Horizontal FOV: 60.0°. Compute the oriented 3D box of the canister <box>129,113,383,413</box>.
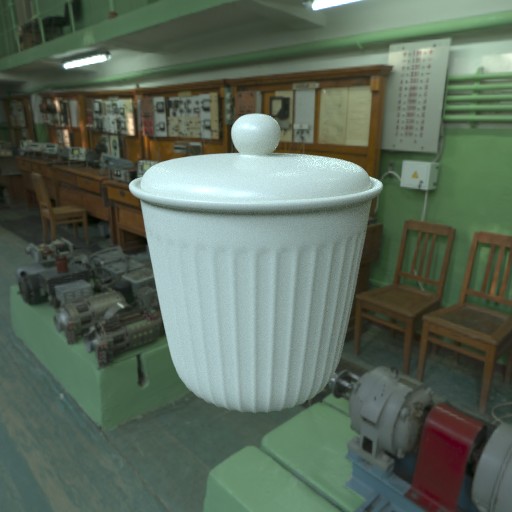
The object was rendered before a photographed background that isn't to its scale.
[{"bbox_3d":[0.000,0.000,0.344,0.181,0.211,0.181,0,17,0],"label":"canister"}]
